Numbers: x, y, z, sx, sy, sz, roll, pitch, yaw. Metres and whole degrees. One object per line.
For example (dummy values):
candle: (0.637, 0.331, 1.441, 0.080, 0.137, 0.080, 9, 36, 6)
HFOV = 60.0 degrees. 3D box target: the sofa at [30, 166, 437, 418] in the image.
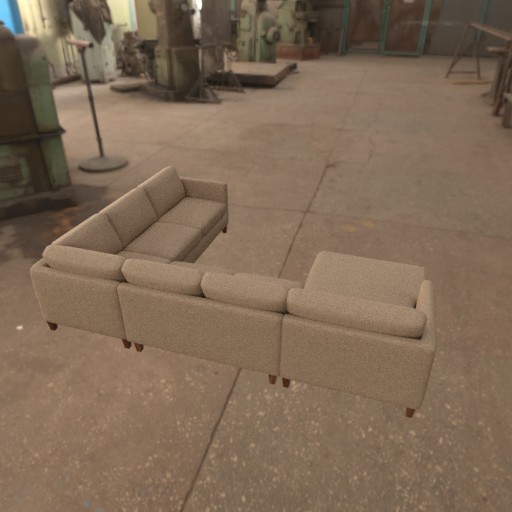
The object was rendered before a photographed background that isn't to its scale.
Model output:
sofa: (0.000, 0.000, 4.569, 3.403, 0.889, 2.551, 9, 32, 16)
